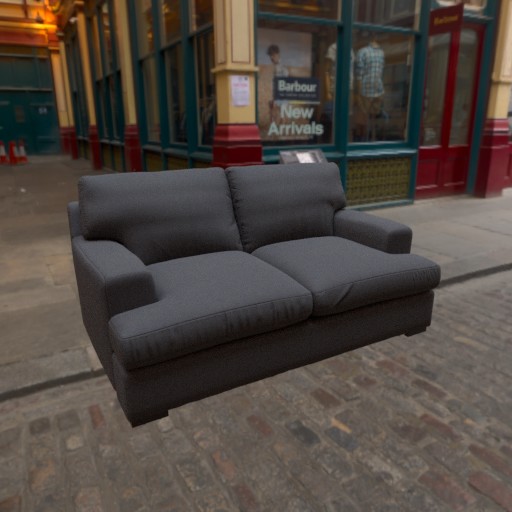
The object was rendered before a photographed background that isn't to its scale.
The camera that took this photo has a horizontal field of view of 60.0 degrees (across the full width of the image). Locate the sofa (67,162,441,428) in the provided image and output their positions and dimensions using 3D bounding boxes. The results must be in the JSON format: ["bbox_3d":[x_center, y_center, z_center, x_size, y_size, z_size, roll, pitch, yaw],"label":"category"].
[{"bbox_3d":[0.000,0.000,2.538,1.880,0.940,1.143,-10,19,-28],"label":"sofa"}]
